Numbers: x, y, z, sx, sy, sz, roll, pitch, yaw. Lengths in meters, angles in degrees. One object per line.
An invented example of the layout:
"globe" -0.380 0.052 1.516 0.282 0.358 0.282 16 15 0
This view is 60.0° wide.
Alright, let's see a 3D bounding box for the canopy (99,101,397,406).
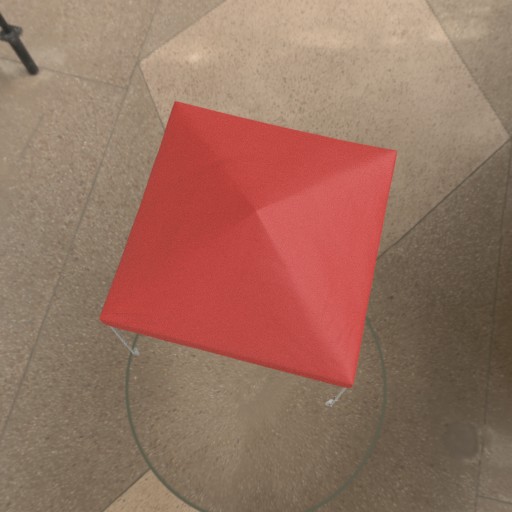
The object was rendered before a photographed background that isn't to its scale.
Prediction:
"canopy" 0.000 0.000 6.462 3.600 3.600 3.599 14 75 4
